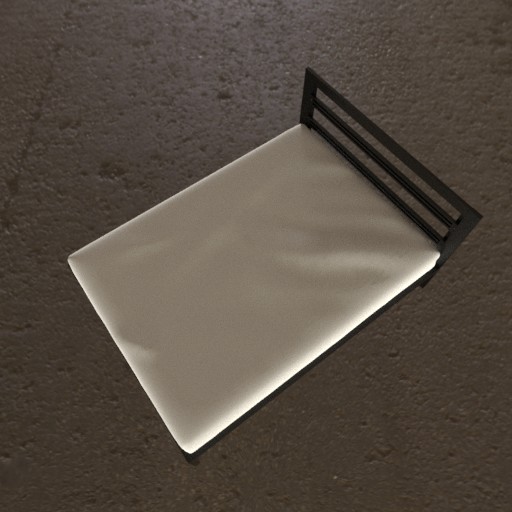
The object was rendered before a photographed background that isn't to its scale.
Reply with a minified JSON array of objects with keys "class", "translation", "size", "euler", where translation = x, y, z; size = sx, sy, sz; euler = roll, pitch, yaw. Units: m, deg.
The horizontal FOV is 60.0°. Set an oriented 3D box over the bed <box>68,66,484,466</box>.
[{"class":"bed","translation":[0.000,0.000,2.905],"size":[2.062,0.967,1.524],"euler":[-33,67,-16]}]
